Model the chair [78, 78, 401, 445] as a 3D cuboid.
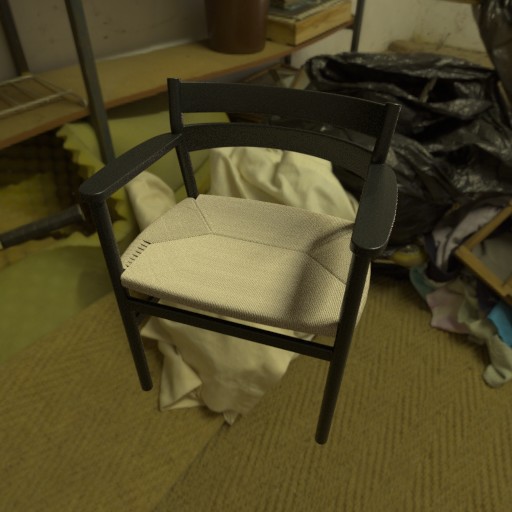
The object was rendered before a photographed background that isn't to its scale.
[{"bbox_3d":[0.000,0.000,1.173,0.630,0.775,0.508,12,42,14],"label":"chair"}]
